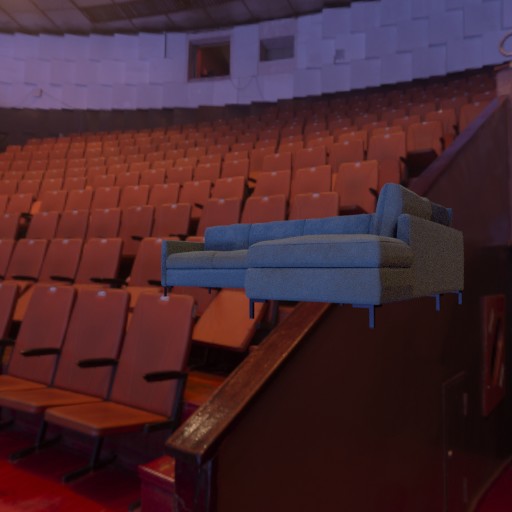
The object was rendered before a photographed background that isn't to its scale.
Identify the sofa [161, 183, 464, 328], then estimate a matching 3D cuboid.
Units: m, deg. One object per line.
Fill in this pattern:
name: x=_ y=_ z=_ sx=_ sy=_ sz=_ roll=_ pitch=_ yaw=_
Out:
sofa: x=0.000 y=0.000 z=3.193 sx=2.486 sy=0.687 sz=1.707 roll=-1 pitch=-2 yaw=36
